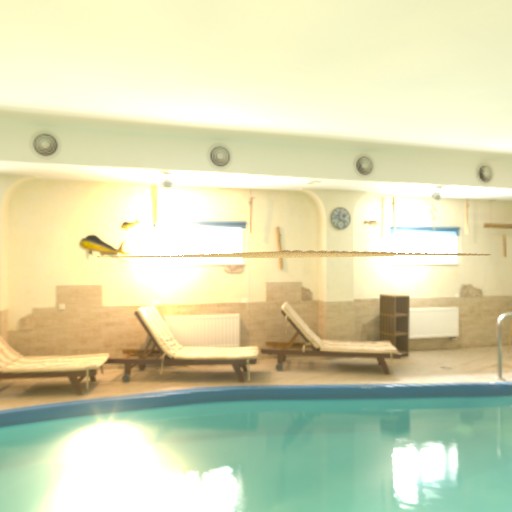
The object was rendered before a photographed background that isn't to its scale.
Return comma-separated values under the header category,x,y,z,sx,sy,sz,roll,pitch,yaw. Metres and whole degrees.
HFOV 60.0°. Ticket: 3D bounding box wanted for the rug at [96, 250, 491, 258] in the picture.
category,x,y,z,sx,sy,sz,roll,pitch,yaw
rug,0.000,0.000,2.526,1.222,0.009,2.084,0,-1,-35
